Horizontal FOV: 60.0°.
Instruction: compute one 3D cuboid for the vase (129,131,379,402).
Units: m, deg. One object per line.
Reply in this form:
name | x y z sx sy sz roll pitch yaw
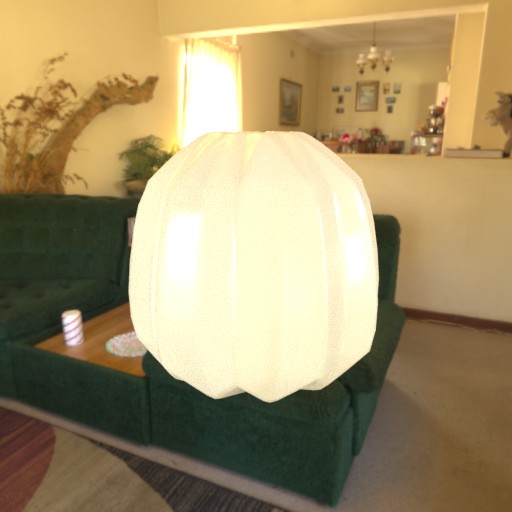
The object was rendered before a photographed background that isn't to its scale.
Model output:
vase | 0.000 0.000 0.248 0.139 0.134 0.139 0 15 0
